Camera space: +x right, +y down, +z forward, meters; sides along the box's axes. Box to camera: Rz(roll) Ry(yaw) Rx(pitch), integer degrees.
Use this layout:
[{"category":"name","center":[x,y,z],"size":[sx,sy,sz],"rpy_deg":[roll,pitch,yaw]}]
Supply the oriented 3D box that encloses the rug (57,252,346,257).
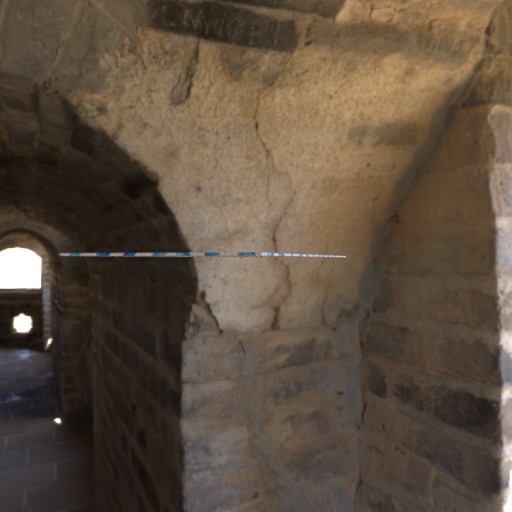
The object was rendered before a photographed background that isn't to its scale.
[{"category":"rug","center":[0.000,0.000,1.670],"size":[0.503,0.007,1.492],"rpy_deg":[0,0,18]}]
